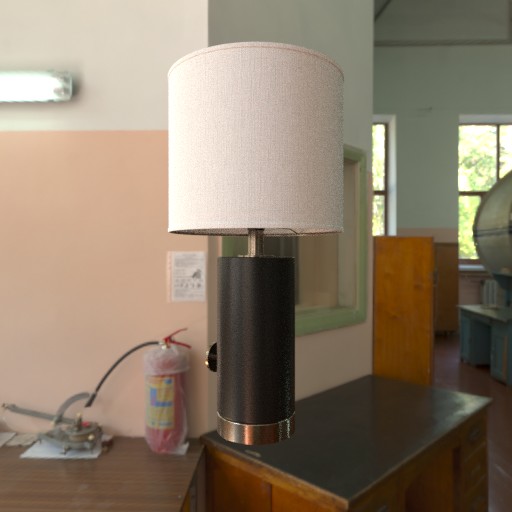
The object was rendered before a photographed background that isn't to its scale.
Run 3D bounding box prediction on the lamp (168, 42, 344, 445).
[{"bbox_3d":[0.000,0.000,0.618,0.240,0.482,0.241,0,0,36],"label":"lamp"}]
